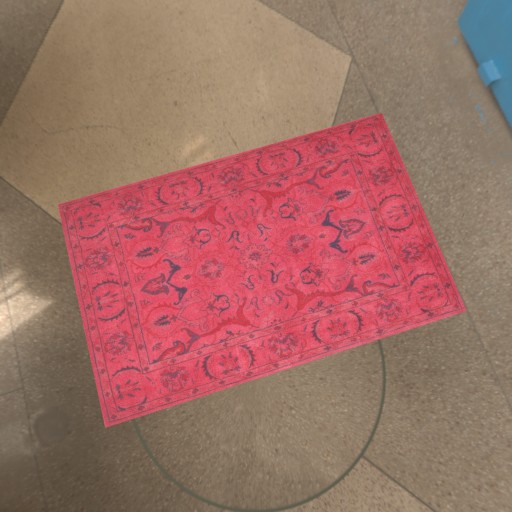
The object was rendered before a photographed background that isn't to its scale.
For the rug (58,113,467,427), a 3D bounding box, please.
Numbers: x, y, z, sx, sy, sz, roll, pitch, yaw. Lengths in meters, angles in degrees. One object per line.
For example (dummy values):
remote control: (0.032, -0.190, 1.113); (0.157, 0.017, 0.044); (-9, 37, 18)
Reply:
rug: (0.000, 0.000, 3.003); (2.423, 0.010, 1.534); (-17, 76, -4)
